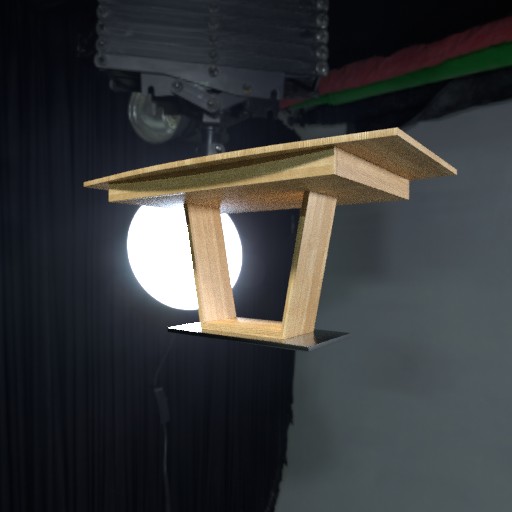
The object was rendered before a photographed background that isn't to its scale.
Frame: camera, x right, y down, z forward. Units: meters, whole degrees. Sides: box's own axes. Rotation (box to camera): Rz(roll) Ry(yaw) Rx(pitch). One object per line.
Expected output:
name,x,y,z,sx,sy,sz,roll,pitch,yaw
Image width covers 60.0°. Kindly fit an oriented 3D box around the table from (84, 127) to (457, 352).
table,0.000,0.000,2.084,1.598,0.748,0.900,0,0,36
